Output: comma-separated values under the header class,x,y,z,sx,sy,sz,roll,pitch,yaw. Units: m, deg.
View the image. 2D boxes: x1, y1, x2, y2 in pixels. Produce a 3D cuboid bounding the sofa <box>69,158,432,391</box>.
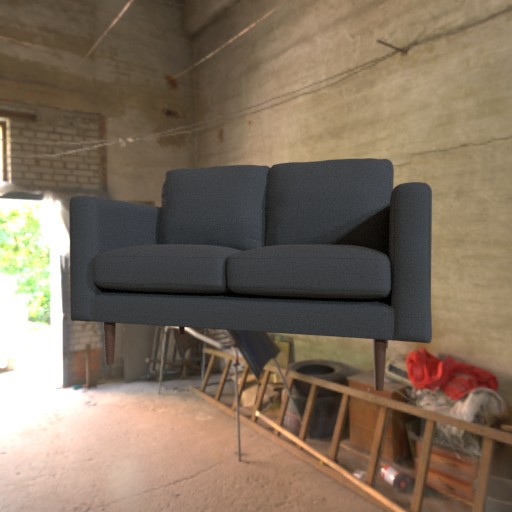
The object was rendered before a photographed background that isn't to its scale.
class,x,y,z,sx,sy,sz,roll,pitch,yaw
sofa,0.000,0.000,1.988,1.430,0.908,0.796,0,2,18
